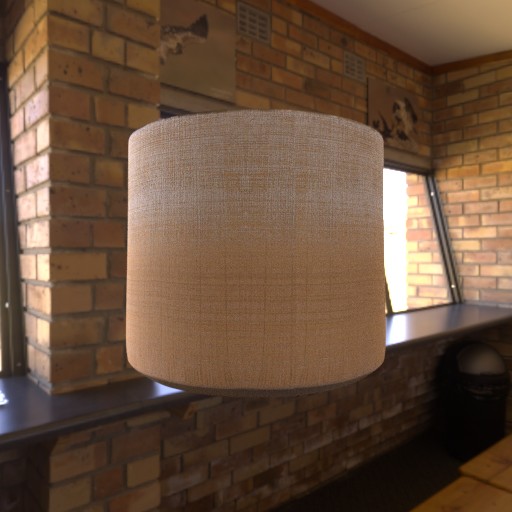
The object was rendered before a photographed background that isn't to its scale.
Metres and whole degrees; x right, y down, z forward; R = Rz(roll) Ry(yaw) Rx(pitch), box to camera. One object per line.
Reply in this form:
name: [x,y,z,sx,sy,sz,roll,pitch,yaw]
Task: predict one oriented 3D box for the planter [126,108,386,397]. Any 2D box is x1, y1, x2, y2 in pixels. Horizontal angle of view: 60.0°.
planter: [0.000,0.000,0.451,0.254,0.221,0.254,0,0,0]
